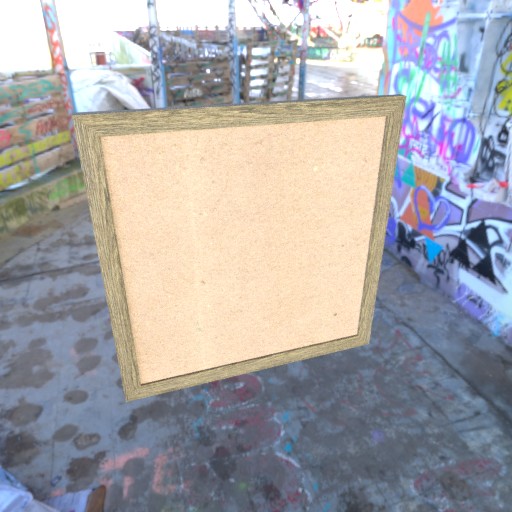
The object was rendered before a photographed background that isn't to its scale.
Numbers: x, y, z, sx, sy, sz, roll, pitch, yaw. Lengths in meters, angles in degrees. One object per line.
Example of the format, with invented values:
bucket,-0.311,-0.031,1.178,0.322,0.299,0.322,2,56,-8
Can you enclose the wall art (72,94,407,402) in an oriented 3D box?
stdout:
wall art,0.000,0.000,0.771,0.508,0.508,0.019,-9,29,-17
